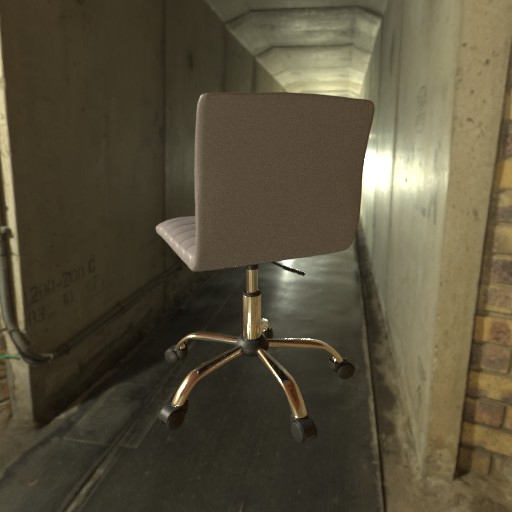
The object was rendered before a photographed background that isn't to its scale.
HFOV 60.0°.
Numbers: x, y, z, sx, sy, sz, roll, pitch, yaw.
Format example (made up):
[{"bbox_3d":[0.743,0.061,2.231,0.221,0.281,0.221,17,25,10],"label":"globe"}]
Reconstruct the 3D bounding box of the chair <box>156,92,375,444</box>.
[{"bbox_3d":[0.000,0.000,1.124,0.569,0.750,0.542,-7,17,-26],"label":"chair"}]
